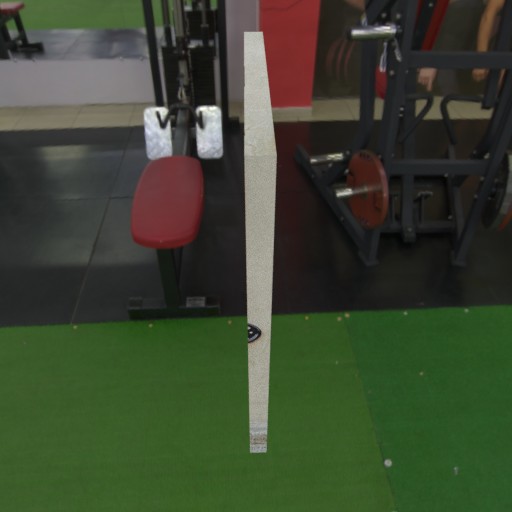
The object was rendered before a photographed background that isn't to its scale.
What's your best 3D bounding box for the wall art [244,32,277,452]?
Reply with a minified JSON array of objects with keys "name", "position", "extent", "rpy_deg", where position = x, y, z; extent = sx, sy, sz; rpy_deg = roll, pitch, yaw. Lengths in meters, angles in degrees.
[{"name":"wall art","position":[0.000,0.000,0.961],"extent":[0.038,0.764,0.508],"rpy_deg":[-1,42,-1]}]
